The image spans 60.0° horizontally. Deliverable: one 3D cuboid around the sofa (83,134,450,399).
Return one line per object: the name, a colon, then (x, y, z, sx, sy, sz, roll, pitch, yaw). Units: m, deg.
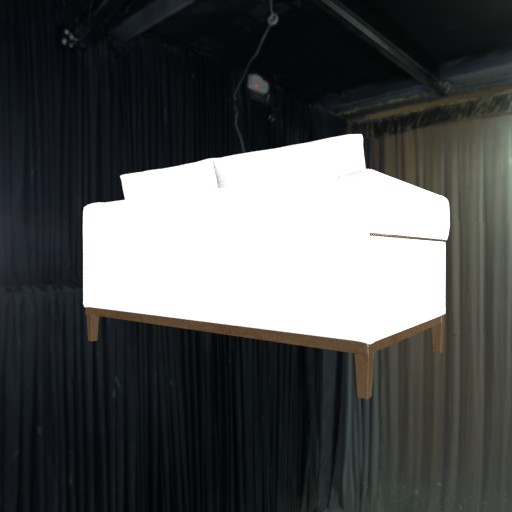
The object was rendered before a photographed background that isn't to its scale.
sofa: (0.000, 0.000, 2.157, 1.598, 0.873, 0.905, 0, 0, 38)
